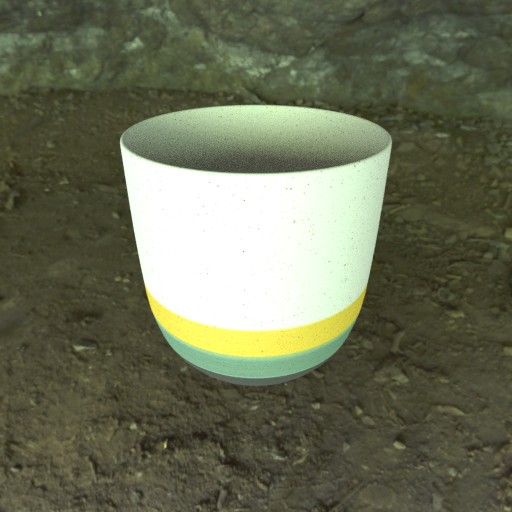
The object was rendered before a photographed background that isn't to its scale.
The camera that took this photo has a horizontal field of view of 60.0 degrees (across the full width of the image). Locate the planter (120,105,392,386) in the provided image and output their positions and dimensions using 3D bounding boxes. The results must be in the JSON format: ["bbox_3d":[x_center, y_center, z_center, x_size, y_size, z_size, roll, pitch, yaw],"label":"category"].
[{"bbox_3d":[0.000,0.000,0.381,0.195,0.214,0.195,0,30,0],"label":"planter"}]
